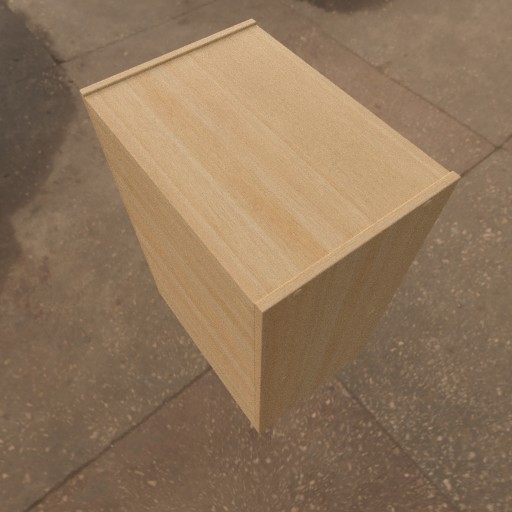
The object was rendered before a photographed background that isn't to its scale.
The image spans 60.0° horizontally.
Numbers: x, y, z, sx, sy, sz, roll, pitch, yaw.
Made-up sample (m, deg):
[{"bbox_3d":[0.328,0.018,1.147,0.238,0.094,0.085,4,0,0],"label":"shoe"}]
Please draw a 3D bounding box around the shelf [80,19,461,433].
[{"bbox_3d":[0.000,0.000,0.807,0.290,0.592,0.414,-32,63,-19],"label":"shelf"}]
